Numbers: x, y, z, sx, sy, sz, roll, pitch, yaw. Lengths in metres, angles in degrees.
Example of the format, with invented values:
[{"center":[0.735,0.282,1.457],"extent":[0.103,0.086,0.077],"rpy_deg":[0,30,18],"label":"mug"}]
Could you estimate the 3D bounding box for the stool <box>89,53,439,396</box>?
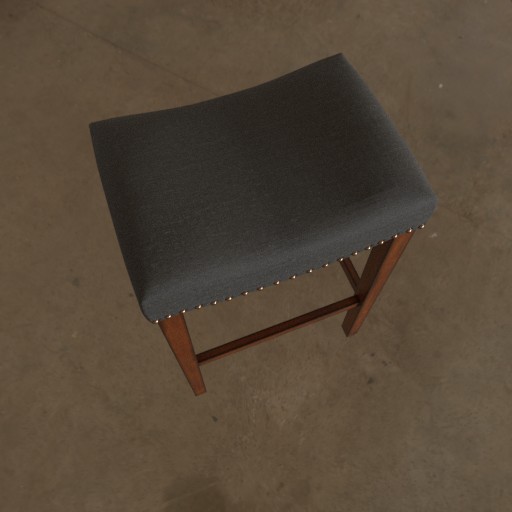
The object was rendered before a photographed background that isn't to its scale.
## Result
[{"center":[0.000,0.000,1.020],"extent":[0.502,0.748,0.366],"rpy_deg":[-19,66,-9],"label":"stool"}]
